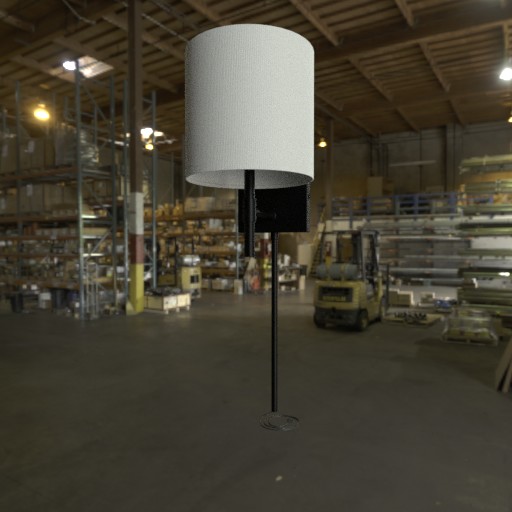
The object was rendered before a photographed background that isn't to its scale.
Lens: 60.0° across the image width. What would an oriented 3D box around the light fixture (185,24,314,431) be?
[{"bbox_3d":[0.000,0.000,0.686,0.188,0.589,0.248,0,1,18],"label":"light fixture"}]
